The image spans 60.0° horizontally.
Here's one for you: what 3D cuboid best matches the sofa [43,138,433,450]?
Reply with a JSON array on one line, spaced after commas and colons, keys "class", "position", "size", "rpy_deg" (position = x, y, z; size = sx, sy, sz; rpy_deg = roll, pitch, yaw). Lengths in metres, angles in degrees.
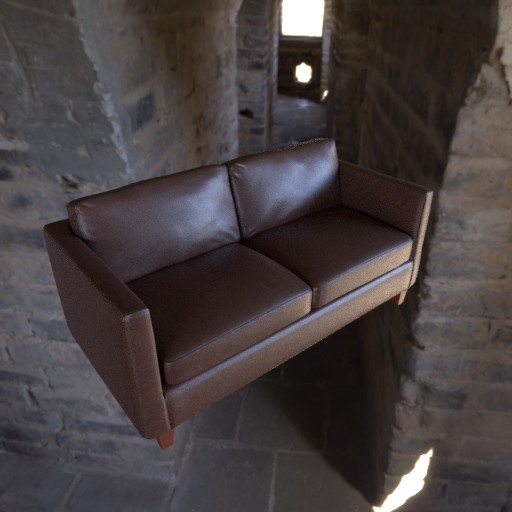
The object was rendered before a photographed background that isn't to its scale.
[{"class": "sofa", "position": [0.000, 0.000, 2.428], "size": [1.883, 0.933, 0.951], "rpy_deg": [-22, 36, -33]}]
